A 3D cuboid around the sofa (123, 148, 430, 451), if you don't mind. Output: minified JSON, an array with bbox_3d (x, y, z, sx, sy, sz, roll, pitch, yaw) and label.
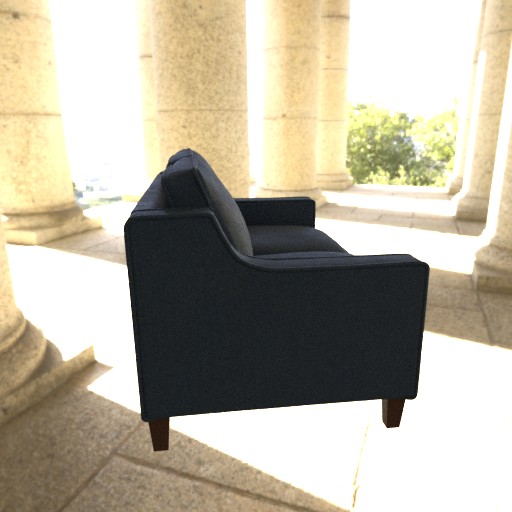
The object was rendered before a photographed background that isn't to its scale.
[{"bbox_3d":[0.000,0.000,2.134,0.987,0.971,1.501,-2,16,-8],"label":"sofa"}]
